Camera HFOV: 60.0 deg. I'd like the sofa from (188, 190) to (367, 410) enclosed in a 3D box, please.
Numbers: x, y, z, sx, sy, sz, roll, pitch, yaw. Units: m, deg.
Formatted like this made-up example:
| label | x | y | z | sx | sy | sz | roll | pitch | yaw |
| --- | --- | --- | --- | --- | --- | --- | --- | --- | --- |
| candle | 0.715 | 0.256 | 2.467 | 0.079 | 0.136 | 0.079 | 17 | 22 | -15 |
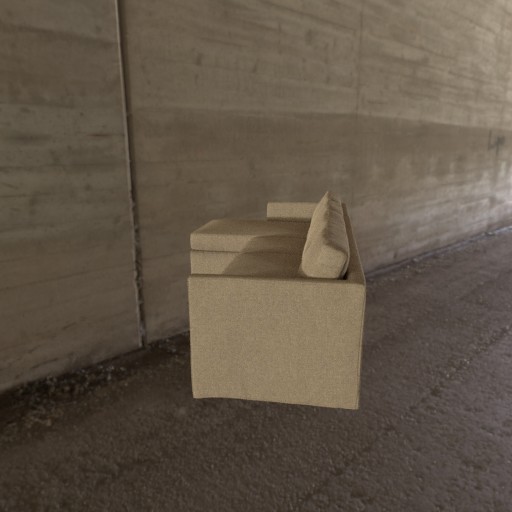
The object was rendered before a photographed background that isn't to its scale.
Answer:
| label | x | y | z | sx | sy | sz | roll | pitch | yaw |
| --- | --- | --- | --- | --- | --- | --- | --- | --- | --- |
| sofa | 0.000 | 0.000 | 3.893 | 1.638 | 0.920 | 3.198 | 2 | 14 | 9 |
